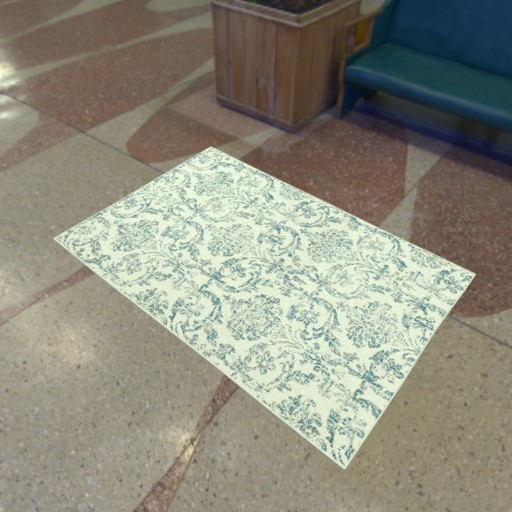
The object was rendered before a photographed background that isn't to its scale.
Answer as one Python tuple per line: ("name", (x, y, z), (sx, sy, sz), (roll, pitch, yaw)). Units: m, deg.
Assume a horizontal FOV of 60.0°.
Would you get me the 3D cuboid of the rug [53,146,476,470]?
("rug", (0.000, 0.000, 3.428), (2.746, 0.018, 1.819), (31, 53, 27))
